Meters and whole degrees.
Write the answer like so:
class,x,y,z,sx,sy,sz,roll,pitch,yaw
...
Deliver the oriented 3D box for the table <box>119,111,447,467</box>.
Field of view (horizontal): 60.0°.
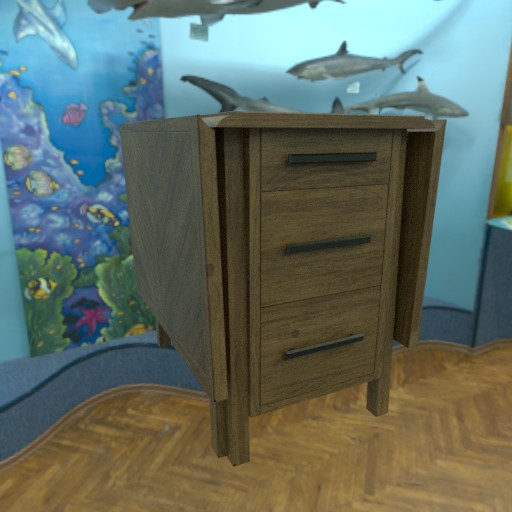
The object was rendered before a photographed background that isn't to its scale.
class,x,y,z,sx,sy,sz,roll,pitch,yaw
table,0.000,0.000,1.293,0.591,0.763,0.746,-7,17,-25
